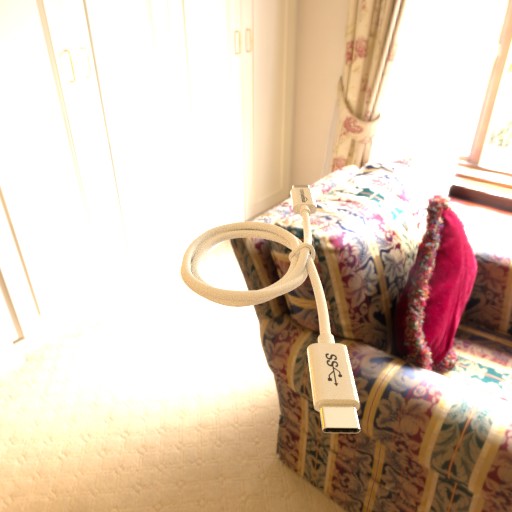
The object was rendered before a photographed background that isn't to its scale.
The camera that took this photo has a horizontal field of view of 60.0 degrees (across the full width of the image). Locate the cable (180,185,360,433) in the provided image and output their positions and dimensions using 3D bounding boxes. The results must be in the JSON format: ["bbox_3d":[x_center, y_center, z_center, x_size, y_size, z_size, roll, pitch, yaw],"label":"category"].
[{"bbox_3d":[0.000,0.000,0.209,0.070,0.014,0.186,0,31,1],"label":"cable"}]
